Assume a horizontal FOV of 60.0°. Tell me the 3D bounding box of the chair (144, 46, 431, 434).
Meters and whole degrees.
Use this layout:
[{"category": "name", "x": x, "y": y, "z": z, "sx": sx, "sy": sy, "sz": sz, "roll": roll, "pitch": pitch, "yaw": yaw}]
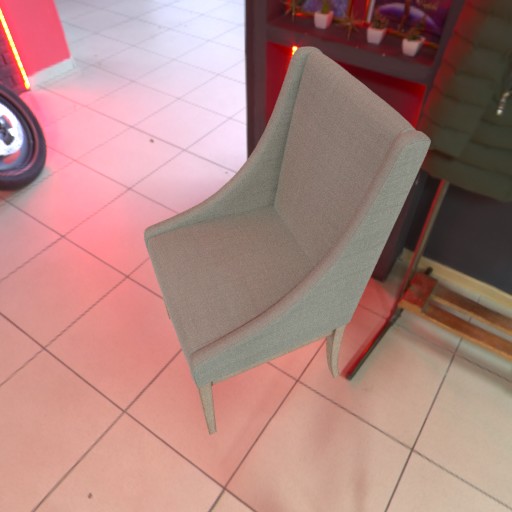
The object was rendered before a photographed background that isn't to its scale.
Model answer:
[{"category": "chair", "x": 0.000, "y": 0.000, "z": 1.395, "sx": 0.611, "sy": 1.021, "sz": 0.575, "roll": -17, "pitch": 49, "yaw": -15}]
